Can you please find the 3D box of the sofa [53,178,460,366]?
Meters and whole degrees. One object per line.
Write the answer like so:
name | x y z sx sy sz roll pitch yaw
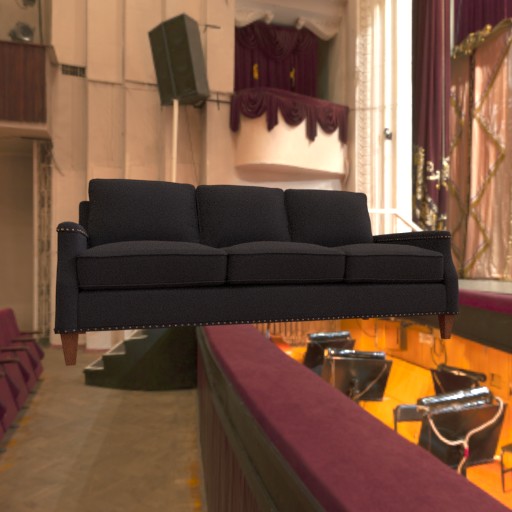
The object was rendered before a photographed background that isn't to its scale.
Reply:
sofa | 0.000 0.000 2.808 2.246 1.003 1.084 0 0 -18
